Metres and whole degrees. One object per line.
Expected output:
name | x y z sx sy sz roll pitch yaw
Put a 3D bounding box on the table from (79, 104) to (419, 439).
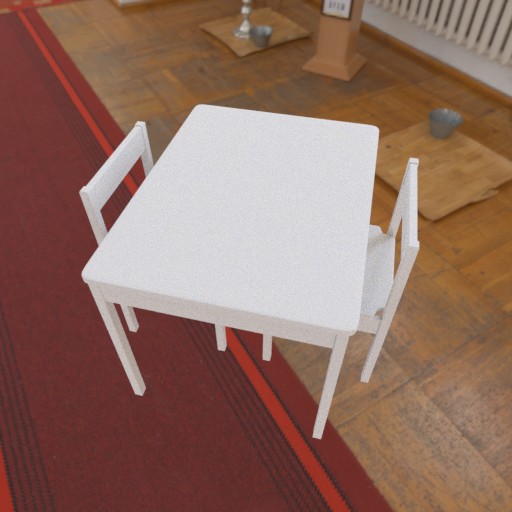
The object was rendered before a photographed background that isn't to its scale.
table | 0.000 0.000 1.120 0.672 0.503 0.650 10 47 9
